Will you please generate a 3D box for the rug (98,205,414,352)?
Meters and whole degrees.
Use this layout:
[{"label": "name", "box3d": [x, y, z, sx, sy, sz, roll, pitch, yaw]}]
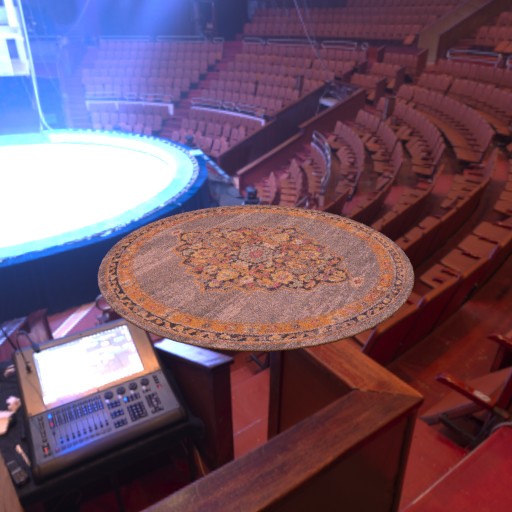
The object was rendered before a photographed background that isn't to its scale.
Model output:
[{"label": "rug", "box3d": [0.000, 0.000, 3.503, 2.382, 0.014, 2.382, 0, 26, 0]}]
